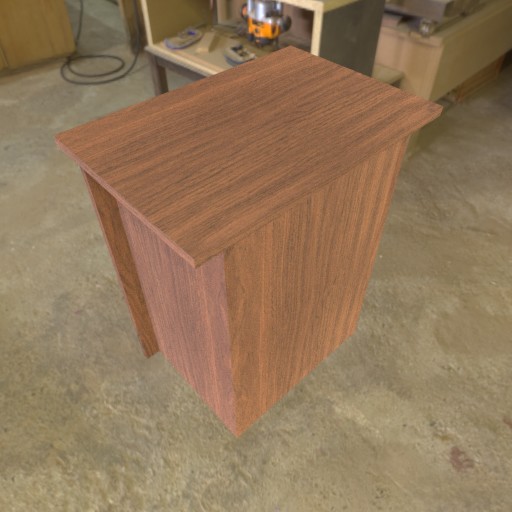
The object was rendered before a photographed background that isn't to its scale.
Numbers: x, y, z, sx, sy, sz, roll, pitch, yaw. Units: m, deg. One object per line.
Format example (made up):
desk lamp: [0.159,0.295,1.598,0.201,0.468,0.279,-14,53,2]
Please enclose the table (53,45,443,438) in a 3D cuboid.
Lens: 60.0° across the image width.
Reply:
table: [0.000,0.000,1.060,0.589,0.711,0.406,-34,55,-28]
